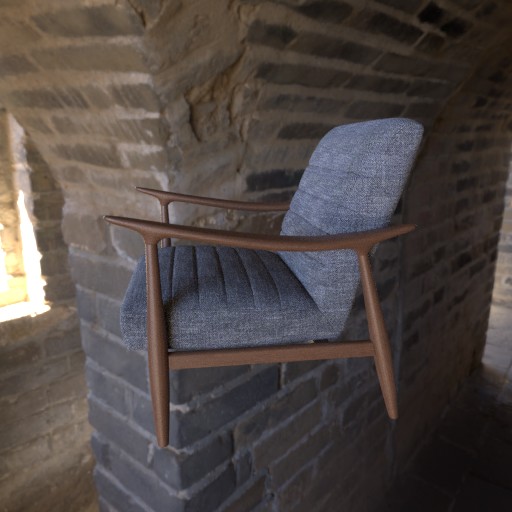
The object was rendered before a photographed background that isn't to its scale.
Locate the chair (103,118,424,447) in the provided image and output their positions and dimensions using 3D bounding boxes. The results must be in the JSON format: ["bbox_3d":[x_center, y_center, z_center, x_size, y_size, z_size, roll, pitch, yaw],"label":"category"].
[{"bbox_3d":[0.000,0.000,1.417,0.798,0.832,0.741,-2,15,-8],"label":"chair"}]
